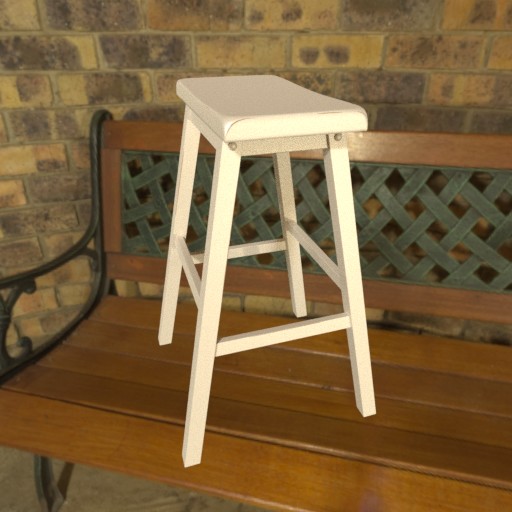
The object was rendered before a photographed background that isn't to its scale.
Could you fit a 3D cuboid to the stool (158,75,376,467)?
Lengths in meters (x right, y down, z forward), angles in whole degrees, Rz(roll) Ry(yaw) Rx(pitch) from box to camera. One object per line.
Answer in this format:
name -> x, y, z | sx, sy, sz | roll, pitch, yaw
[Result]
stool -> 0.000, 0.000, 1.043 | 0.476, 0.737, 0.457 | -9, 30, -16
